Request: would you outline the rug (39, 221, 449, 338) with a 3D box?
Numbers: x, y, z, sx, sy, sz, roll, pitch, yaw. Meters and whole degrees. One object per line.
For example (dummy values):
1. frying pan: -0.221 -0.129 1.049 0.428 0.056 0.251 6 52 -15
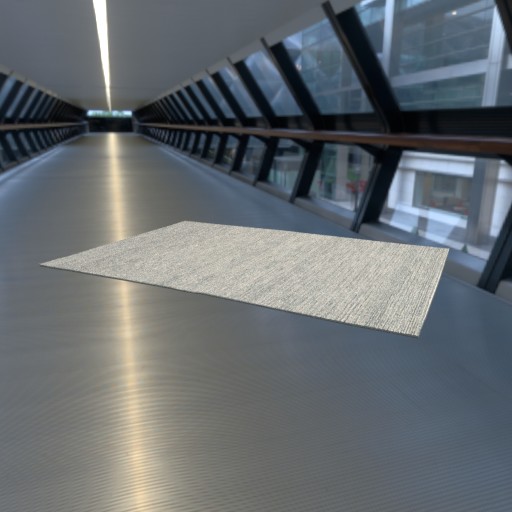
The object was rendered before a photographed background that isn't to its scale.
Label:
1. rug: 0.000 0.000 3.031 2.338 0.030 1.616 8 17 26
